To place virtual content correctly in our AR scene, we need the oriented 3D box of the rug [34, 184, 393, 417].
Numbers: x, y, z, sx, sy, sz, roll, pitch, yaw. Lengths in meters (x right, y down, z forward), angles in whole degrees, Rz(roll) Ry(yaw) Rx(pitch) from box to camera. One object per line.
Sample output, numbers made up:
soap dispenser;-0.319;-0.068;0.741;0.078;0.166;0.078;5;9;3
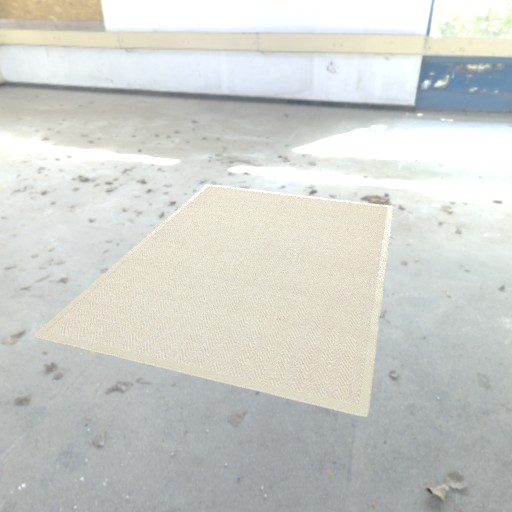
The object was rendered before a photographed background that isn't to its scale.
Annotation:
rug;0.000;0.000;4.828;2.734;0.037;3.659;9;31;15
